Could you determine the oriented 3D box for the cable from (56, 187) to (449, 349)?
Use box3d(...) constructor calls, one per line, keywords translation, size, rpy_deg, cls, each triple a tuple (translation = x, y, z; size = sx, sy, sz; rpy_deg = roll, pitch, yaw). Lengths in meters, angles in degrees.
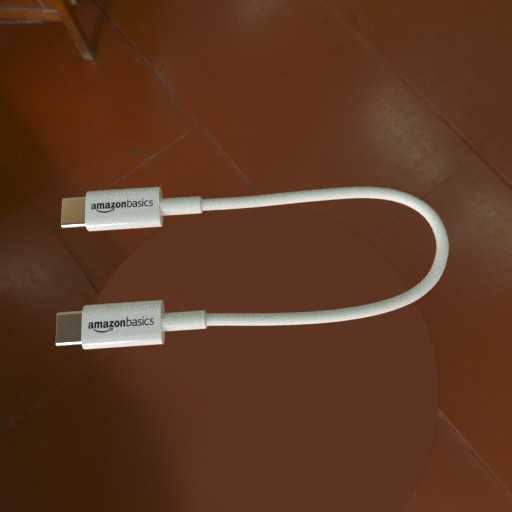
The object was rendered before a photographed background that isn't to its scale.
box3d(translation=(0.000, 0.000, 0.112), size=(0.098, 0.005, 0.041), rpy_deg=(-4, 75, -1), cls="cable")
